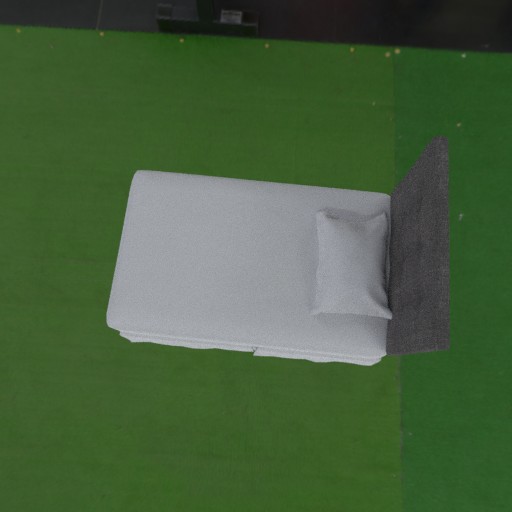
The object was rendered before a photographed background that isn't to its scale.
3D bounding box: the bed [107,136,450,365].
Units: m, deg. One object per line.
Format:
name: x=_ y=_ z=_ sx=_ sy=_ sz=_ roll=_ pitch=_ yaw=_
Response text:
bed: x=0.000 y=0.000 z=3.012 sx=1.997 sy=1.571 sz=1.261 roll=6 pitch=75 yaw=2
